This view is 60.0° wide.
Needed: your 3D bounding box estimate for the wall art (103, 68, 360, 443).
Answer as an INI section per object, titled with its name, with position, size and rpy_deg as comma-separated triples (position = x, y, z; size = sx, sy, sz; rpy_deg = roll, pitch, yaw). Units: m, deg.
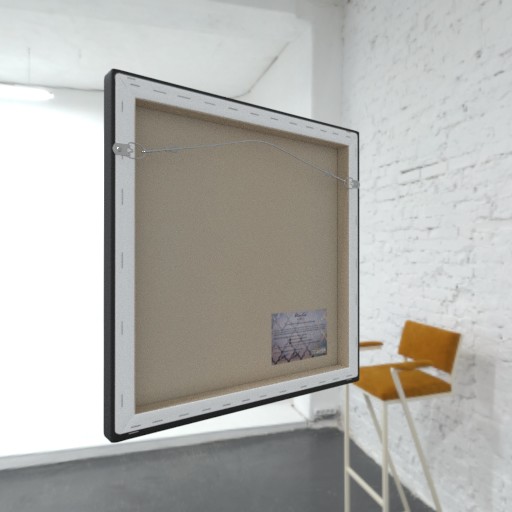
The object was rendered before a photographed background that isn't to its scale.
[wall art]
position = 0.000, 0.000, 0.912
size = 0.610, 0.611, 0.043
rpy_deg = 0, 0, -37
